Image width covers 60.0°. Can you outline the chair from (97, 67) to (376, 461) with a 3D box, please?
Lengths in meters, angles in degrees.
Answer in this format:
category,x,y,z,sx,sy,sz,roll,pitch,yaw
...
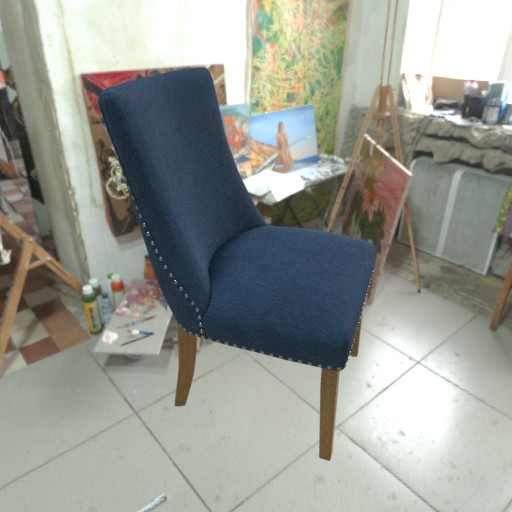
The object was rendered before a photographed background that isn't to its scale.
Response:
category,x,y,z,sx,sy,sz,roll,pitch,yaw
chair,0.000,0.000,1.218,0.610,0.902,0.495,10,31,18
